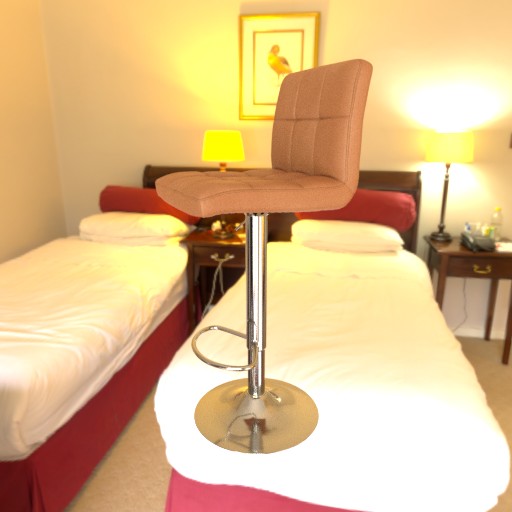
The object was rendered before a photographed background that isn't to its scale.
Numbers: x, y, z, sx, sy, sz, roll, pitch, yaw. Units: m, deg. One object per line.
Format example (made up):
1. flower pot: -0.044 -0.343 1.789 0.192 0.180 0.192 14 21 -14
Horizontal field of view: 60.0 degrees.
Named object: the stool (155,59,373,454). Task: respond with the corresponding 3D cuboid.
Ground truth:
1. stool: 0.000 0.000 1.369 0.505 1.115 0.430 -8 17 -25
